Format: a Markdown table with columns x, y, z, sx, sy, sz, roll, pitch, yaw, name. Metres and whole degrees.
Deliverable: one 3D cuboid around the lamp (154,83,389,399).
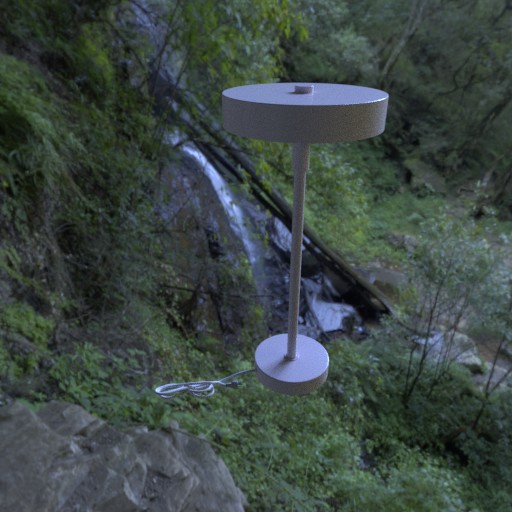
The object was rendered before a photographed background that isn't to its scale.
| x | y | z | sx | sy | sz | roll | pitch | yaw | name |
| --- | --- | --- | --- | --- | --- | --- | --- | --- | --- |
| 0.000 | 0.000 | 0.710 | 0.369 | 0.508 | 0.229 | -9 | 29 | -17 | lamp |
